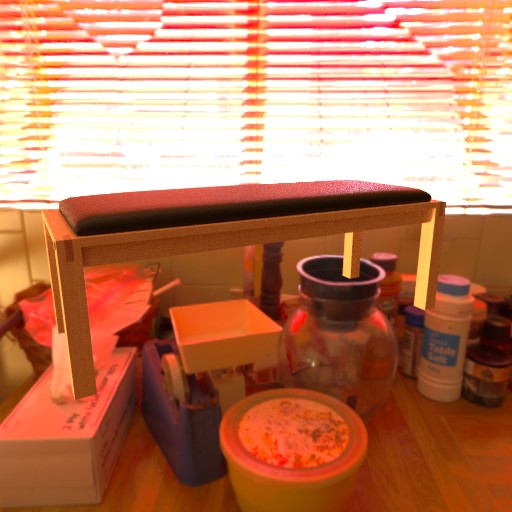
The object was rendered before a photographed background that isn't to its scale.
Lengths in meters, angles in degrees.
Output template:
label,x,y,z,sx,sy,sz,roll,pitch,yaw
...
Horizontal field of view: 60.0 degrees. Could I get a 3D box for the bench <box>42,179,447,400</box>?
label,x,y,z,sx,sy,sz,roll,pitch,yaw
bench,0.000,0.000,1.437,1.202,0.430,0.450,-8,17,-27
